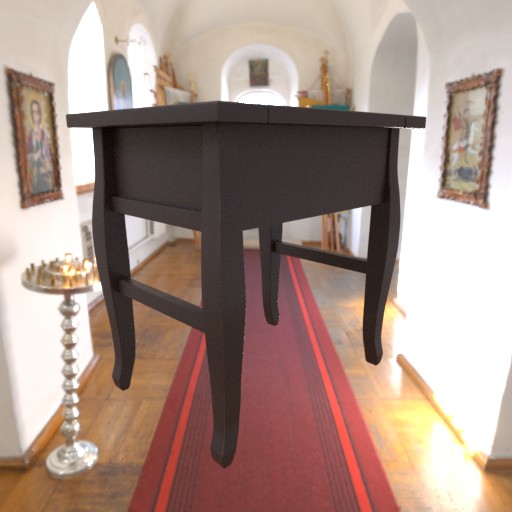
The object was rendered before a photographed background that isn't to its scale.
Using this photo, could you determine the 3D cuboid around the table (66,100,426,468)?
[{"bbox_3d":[0.000,0.000,0.999,0.460,0.605,0.602,14,20,43],"label":"table"}]
